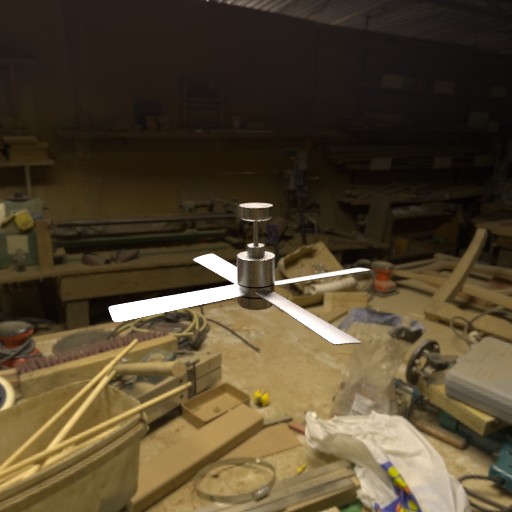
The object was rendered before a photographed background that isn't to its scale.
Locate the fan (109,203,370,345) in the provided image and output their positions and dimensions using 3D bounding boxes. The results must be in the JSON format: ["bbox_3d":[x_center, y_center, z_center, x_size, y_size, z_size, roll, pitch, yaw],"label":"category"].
[{"bbox_3d":[0.000,0.000,2.346,1.525,0.539,1.525,-8,17,-27],"label":"fan"}]
